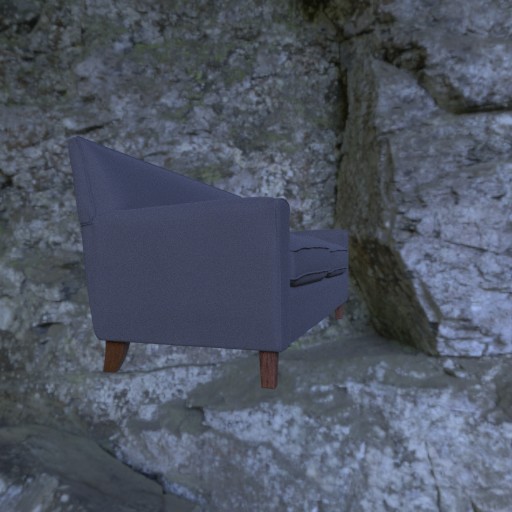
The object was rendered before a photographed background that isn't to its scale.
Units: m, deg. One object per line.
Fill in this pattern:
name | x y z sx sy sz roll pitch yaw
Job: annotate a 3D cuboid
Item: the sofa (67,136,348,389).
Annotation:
sofa | 0.000 0.000 2.469 0.843 0.907 2.002 0 0 18
